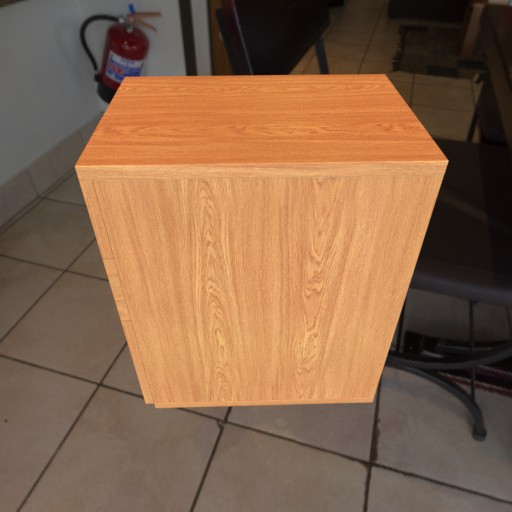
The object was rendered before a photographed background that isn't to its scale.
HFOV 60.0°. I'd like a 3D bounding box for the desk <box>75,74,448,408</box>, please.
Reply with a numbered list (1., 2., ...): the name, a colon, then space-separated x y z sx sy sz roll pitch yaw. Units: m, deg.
1. desk: 0.000 0.000 1.087 0.600 0.730 0.404 -1 41 -1
